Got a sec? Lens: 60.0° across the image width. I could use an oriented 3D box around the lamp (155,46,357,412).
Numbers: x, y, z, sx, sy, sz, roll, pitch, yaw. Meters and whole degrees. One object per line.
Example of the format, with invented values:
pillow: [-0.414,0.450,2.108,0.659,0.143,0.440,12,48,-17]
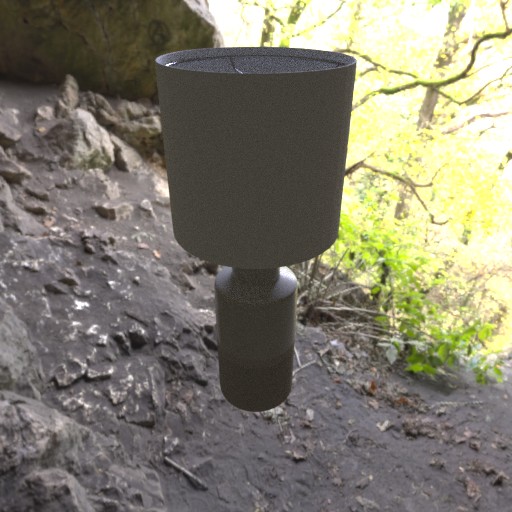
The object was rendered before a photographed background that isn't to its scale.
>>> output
lamp: [0.000,0.000,0.599,0.212,0.493,0.212,-10,32,-16]
